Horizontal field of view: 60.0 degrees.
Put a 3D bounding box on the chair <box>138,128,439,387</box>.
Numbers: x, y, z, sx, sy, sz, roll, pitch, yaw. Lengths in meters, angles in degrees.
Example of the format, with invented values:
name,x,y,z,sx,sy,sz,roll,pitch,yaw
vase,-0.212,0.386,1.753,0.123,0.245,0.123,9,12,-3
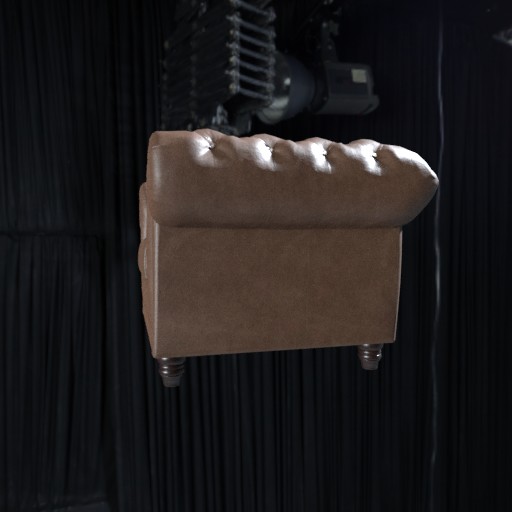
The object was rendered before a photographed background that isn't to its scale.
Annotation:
name,x,y,z,sx,sy,sz,roll,pitch,yaw
chair,0.000,0.000,1.881,0.954,0.784,1.298,0,1,-16
